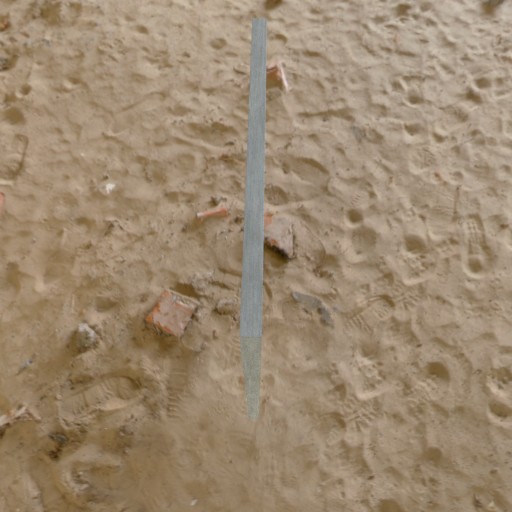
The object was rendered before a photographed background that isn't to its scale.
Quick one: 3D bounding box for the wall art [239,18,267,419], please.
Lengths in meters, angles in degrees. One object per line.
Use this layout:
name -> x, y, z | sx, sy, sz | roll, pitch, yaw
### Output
wall art -> 0.000, 0.000, 0.794 | 0.022, 0.582, 0.479 | 1, 62, 1
